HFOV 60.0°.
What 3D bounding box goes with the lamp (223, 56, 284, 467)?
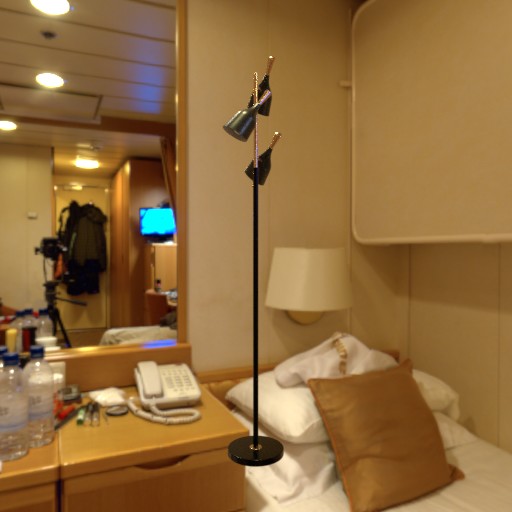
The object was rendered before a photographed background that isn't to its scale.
[{"bbox_3d":[0.000,0.000,1.990,0.253,1.778,0.434,0,1,18],"label":"lamp"}]
